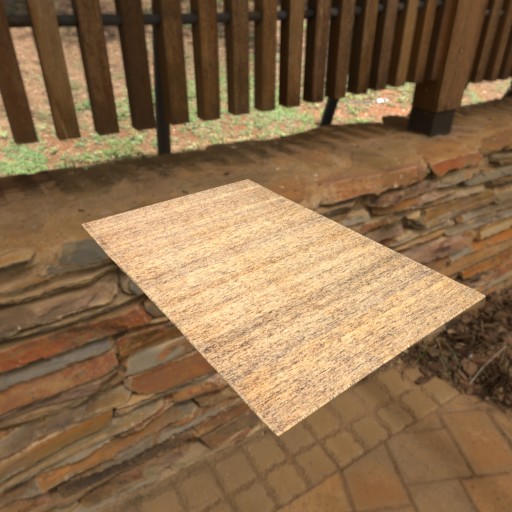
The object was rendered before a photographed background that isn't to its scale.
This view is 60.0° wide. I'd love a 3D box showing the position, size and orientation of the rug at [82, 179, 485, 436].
[{"bbox_3d":[0.000,0.000,2.337,1.243,0.014,1.846,-21,37,-31],"label":"rug"}]
